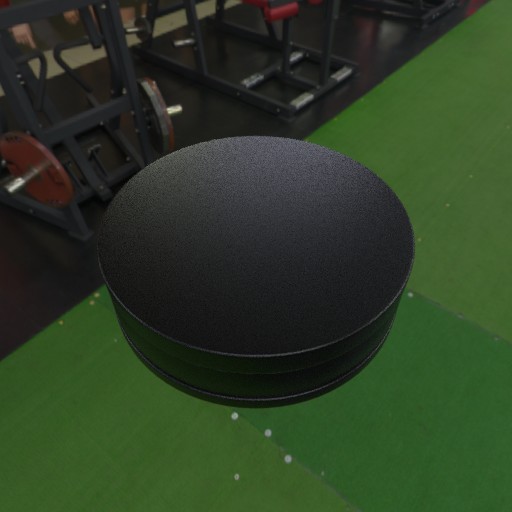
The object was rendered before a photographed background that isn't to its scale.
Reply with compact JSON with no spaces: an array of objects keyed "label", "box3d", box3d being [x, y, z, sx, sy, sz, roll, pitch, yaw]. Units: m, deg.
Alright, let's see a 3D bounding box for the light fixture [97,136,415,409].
[{"label":"light fixture","box3d":[0.000,0.000,0.436,0.283,0.097,0.283,0,47,0]}]
